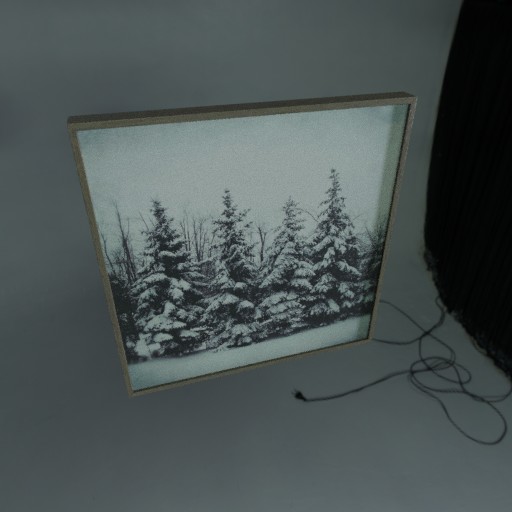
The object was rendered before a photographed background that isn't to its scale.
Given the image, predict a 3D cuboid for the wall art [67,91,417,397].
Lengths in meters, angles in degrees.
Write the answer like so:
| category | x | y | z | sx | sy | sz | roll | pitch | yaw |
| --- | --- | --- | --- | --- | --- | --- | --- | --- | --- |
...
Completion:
| category | x | y | z | sx | sy | sz | roll | pitch | yaw |
| --- | --- | --- | --- | --- | --- | --- | --- | --- | --- |
| wall art | 0.000 | 0.000 | 0.768 | 0.507 | 0.507 | 0.037 | -9 | 33 | -14 |
